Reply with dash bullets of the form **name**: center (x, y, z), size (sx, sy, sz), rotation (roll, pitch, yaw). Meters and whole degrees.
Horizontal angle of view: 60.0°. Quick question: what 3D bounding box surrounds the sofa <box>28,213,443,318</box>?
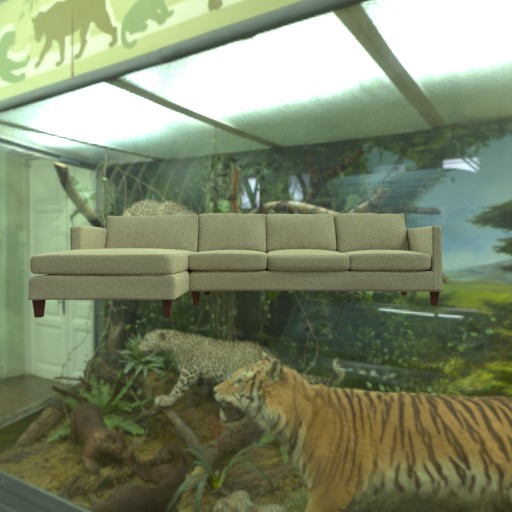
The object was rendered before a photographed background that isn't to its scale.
- **sofa**: center (0.000, 0.000, 3.883), size (3.186, 0.846, 1.625), rotation (0, 1, 0)
